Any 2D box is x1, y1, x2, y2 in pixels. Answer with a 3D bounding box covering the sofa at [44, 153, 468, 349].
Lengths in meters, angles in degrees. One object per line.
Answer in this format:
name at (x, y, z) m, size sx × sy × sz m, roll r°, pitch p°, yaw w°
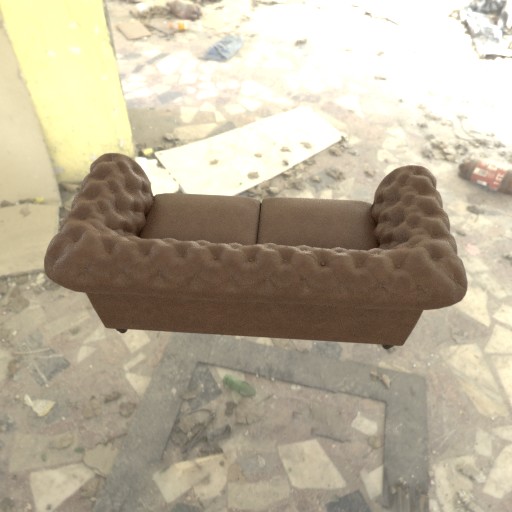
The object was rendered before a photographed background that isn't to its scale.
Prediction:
sofa at (0.000, 0.000, 2.561) m, size 2.048 × 0.784 × 0.955 m, roll 3°, pitch 47°, yaw 3°
